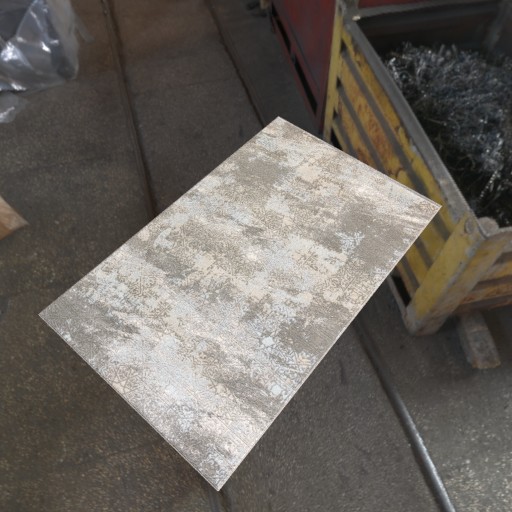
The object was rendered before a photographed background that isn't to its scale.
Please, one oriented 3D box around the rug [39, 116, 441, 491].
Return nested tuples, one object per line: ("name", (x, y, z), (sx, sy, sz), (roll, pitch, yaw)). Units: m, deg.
("rug", (0.000, 0.000, 3.028), (1.536, 0.012, 2.431), (35, 64, 20))
